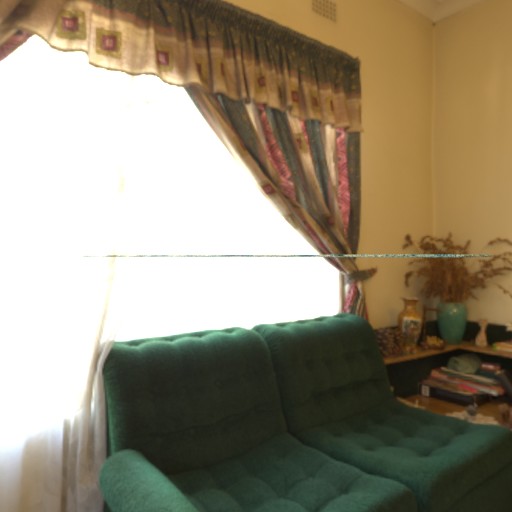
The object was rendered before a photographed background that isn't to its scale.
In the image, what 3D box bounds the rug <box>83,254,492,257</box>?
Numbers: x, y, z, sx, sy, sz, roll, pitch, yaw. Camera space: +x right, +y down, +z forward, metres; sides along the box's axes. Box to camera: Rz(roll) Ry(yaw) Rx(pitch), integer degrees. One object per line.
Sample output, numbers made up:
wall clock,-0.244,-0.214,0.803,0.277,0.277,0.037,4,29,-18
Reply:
rug,0.000,0.000,2.671,2.435,0.011,0.750,0,0,36
